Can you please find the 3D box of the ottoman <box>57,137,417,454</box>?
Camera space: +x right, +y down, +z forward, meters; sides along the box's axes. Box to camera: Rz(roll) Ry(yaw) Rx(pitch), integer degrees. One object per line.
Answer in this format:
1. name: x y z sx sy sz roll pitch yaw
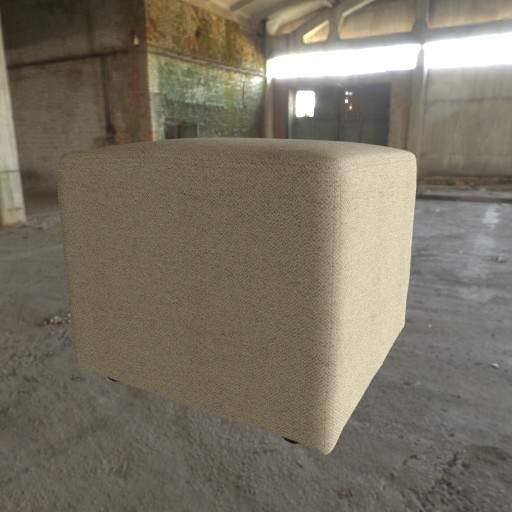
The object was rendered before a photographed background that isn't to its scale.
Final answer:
1. ottoman: 0.000 0.000 0.882 0.512 0.453 0.521 8 16 28
